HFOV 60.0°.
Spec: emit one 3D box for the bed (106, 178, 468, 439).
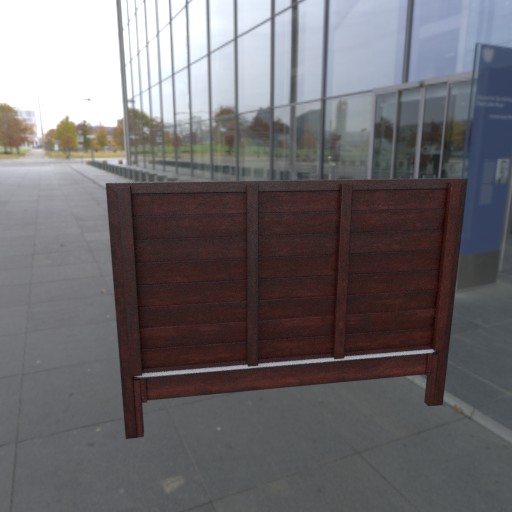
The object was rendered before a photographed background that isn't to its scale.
[{"bbox_3d":[0.000,0.000,3.904,2.040,1.492,2.803,-2,14,-10],"label":"bed"}]
